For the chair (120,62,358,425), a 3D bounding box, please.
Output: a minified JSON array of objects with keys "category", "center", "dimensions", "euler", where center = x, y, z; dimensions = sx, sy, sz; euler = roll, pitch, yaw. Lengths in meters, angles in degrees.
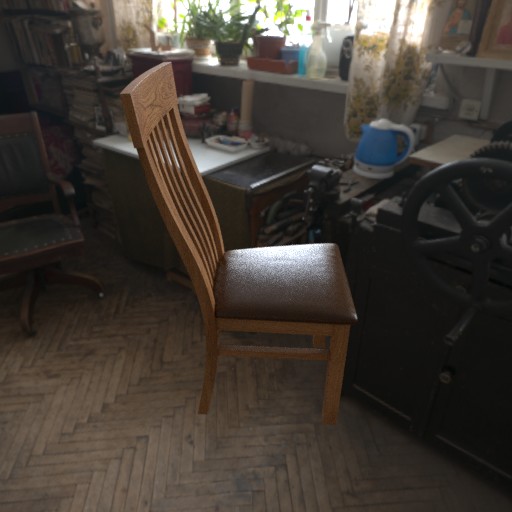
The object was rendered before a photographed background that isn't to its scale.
[{"category":"chair","center":[0.000,0.000,1.374],"dimensions":[0.580,1.050,0.450],"euler":[1,31,1]}]
